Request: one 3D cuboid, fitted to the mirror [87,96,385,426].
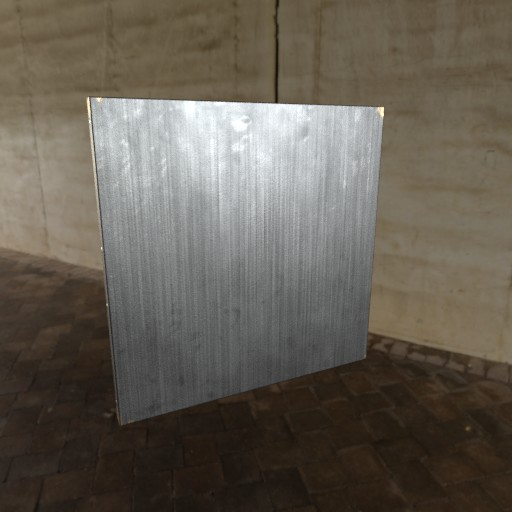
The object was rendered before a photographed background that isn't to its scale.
[{"bbox_3d":[0.000,0.000,0.581,0.382,0.381,0.020,-7,17,-25],"label":"mirror"}]
